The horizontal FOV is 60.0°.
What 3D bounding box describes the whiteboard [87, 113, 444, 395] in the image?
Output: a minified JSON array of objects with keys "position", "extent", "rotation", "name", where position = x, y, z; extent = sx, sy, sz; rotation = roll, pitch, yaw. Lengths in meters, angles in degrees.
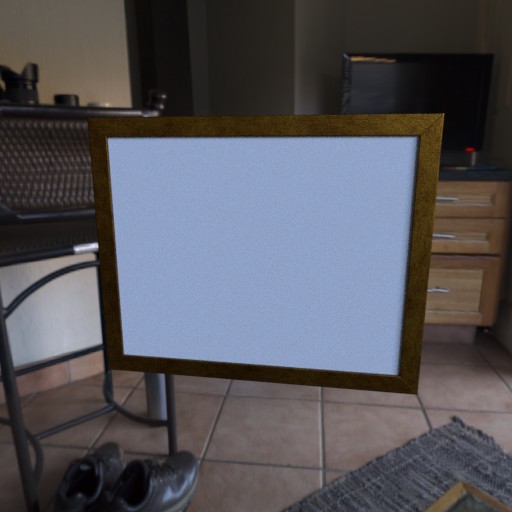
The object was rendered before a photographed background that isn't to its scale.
[{"position":[0.000,0.000,0.757],"extent":[0.561,0.457,0.029],"rotation":[2,14,9],"name":"whiteboard"}]
